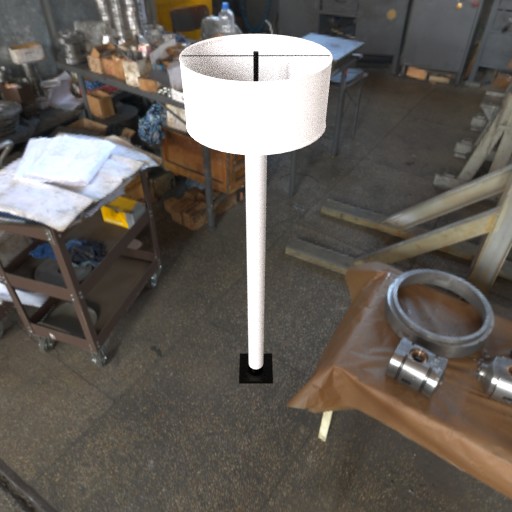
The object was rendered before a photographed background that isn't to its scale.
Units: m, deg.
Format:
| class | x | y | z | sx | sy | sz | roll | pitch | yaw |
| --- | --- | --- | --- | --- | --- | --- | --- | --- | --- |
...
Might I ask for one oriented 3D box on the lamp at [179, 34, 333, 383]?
| class | x | y | z | sx | sy | sz | roll | pitch | yaw |
| --- | --- | --- | --- | --- | --- | --- | --- | --- | --- |
| lamp | 0.000 | 0.000 | 1.691 | 0.420 | 1.475 | 0.420 | 0 | 41 | 0 |
